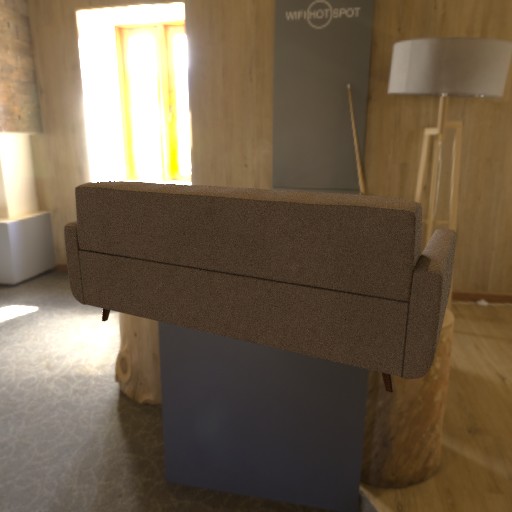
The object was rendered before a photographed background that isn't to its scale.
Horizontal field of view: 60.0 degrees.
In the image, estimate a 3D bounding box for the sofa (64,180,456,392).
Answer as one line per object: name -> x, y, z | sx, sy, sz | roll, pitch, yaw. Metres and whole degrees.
sofa -> 0.000, 0.000, 2.523 | 2.029, 0.841, 0.909 | 8, 17, 26
